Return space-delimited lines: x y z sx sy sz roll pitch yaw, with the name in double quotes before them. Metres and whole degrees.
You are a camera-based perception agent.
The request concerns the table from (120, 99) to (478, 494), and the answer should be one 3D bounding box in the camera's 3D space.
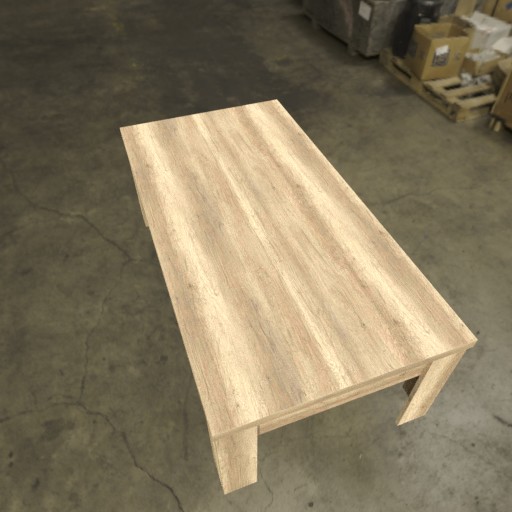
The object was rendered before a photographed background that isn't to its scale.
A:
"table" 0.000 0.000 1.642 0.700 0.460 1.350 -15 48 -14
